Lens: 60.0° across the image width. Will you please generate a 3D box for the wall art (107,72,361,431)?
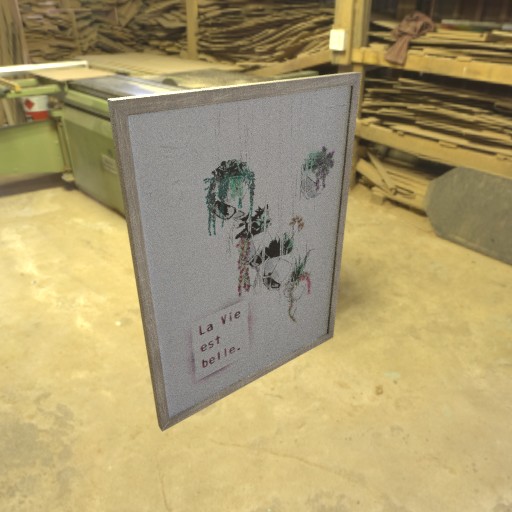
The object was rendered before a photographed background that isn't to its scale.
[{"bbox_3d":[0.000,0.000,1.396,0.781,1.022,0.035,-20,35,-32],"label":"wall art"}]
